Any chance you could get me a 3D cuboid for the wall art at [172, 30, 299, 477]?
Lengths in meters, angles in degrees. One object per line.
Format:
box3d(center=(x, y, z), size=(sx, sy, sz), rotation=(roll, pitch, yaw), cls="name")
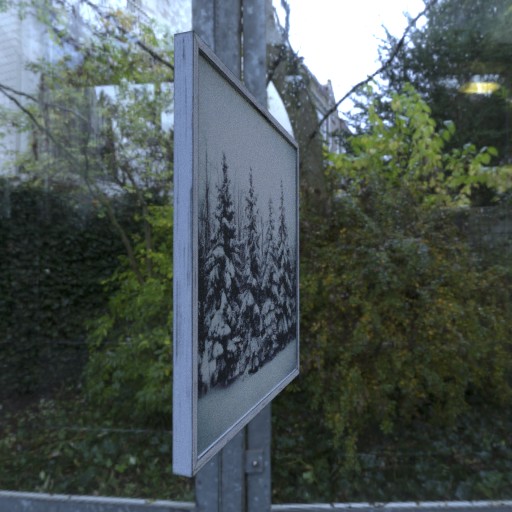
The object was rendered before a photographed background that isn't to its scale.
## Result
box3d(center=(0.000, 0.000, 1.118), size=(0.037, 0.761, 0.761), rotation=(0, -1, 19), cls="wall art")
